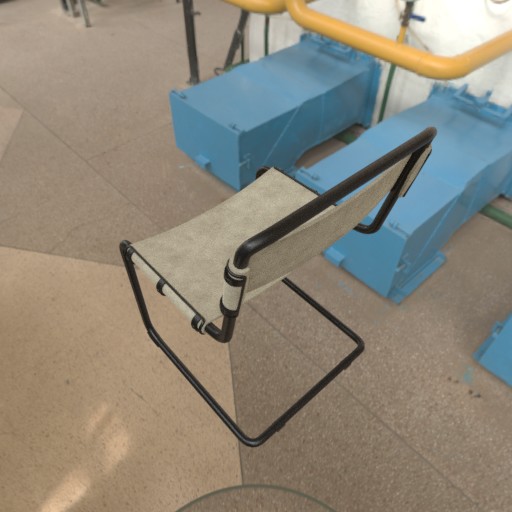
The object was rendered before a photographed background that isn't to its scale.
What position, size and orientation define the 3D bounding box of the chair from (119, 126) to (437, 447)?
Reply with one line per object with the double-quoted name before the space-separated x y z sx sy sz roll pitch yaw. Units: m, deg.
"chair" 0.000 0.000 1.073 0.499 0.747 0.497 -33 55 -27
